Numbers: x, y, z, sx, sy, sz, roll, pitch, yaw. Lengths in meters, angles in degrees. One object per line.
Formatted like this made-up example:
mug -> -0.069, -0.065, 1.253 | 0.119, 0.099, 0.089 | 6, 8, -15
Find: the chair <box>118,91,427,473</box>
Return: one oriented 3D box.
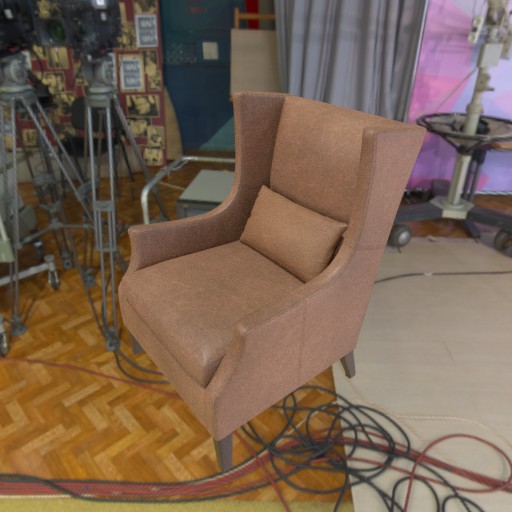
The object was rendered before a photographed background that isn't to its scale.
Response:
chair -> 0.000, 0.000, 1.739 | 0.913, 1.088, 0.815 | -22, 37, -31
